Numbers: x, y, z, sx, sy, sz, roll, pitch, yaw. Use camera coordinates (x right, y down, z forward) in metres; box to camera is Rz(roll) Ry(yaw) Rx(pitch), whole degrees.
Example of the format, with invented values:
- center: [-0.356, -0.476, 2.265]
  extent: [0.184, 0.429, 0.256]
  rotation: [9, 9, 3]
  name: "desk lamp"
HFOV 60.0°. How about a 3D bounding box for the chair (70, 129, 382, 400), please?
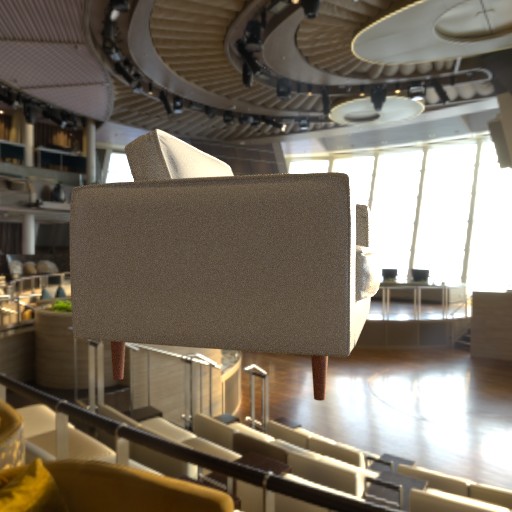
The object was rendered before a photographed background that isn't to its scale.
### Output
- center: [0.000, 0.000, 1.552]
  extent: [0.843, 0.773, 0.928]
  rotation: [0, 1, 17]
  name: "chair"
